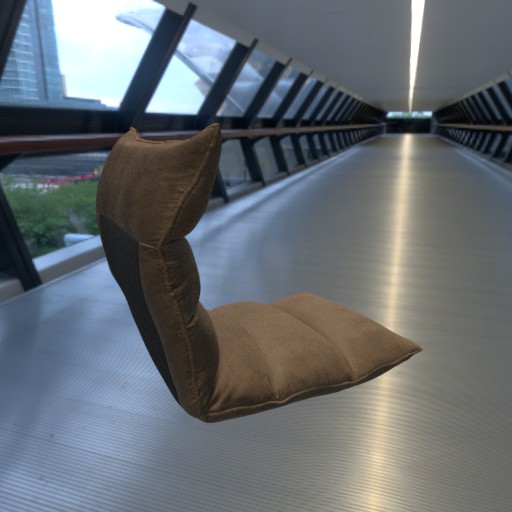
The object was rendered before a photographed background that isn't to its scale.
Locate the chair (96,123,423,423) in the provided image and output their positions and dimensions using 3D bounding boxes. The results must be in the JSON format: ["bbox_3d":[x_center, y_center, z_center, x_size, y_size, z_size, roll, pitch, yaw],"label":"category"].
[{"bbox_3d":[0.000,0.000,1.587,0.985,0.892,0.714,-8,17,-26],"label":"chair"}]
